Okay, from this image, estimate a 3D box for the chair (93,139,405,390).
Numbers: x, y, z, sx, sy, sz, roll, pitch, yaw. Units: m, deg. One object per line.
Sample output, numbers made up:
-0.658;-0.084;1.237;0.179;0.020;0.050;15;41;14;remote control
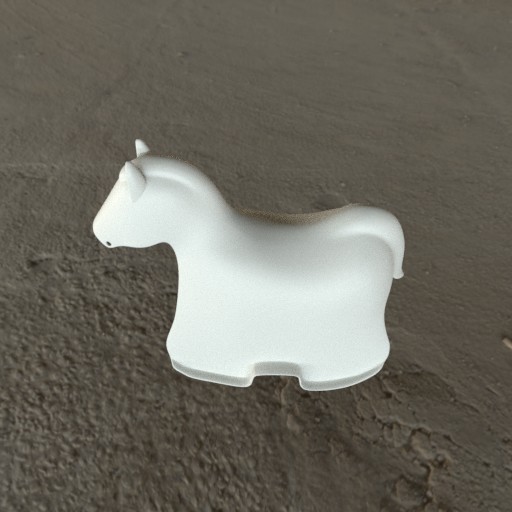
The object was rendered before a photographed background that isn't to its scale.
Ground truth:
0.000;0.000;1.165;0.800;0.612;0.429;0;42;1;chair
